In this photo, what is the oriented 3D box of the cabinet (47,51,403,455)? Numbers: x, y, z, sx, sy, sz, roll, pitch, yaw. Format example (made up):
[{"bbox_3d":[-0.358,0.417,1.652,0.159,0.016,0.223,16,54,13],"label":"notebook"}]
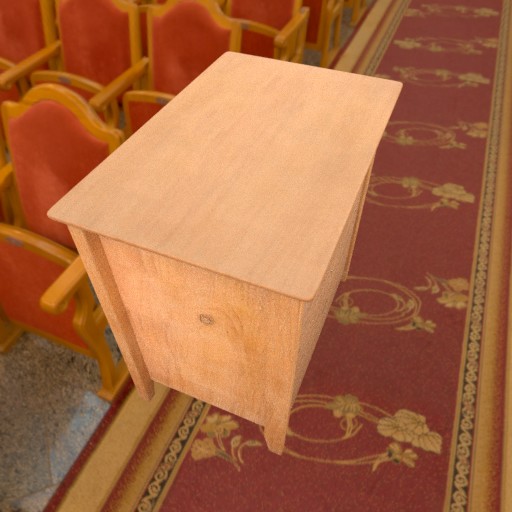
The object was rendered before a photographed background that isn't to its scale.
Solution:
[{"bbox_3d":[0.000,0.000,1.241,0.503,0.762,0.763,17,49,15],"label":"cabinet"}]
